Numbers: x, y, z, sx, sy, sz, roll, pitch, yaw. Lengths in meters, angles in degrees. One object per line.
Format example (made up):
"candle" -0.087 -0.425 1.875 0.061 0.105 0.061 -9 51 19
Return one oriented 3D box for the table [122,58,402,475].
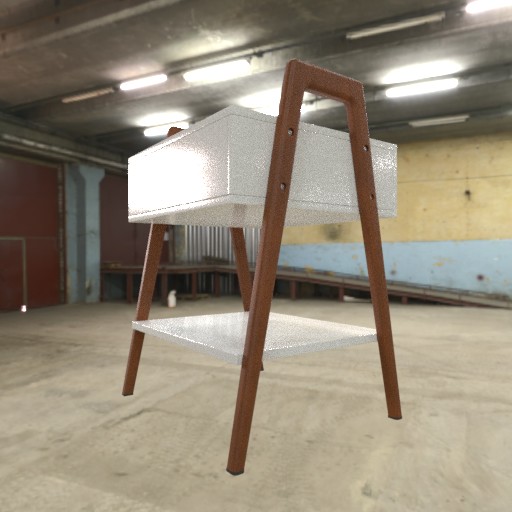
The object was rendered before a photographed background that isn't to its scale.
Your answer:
"table" 0.000 0.000 0.915 0.405 0.610 0.457 0 0 -36
